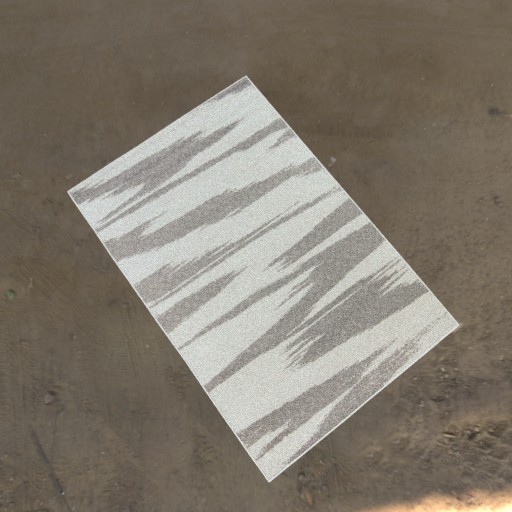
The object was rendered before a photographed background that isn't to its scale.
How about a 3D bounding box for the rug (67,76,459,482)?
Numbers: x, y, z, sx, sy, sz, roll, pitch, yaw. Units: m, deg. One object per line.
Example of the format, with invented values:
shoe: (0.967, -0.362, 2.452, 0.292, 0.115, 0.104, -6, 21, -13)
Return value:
rug: (0.000, 0.000, 2.341, 1.225, 0.008, 1.827, -36, 79, -8)
